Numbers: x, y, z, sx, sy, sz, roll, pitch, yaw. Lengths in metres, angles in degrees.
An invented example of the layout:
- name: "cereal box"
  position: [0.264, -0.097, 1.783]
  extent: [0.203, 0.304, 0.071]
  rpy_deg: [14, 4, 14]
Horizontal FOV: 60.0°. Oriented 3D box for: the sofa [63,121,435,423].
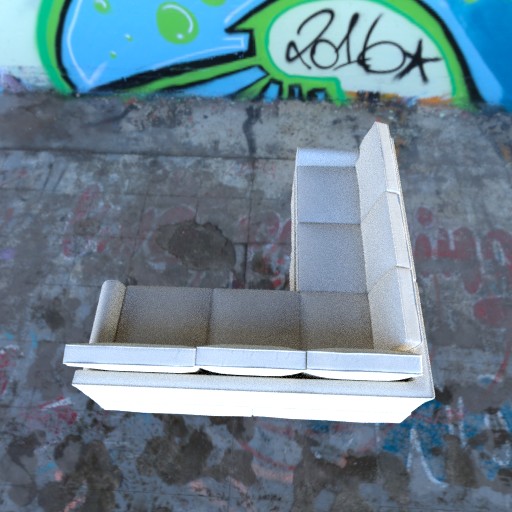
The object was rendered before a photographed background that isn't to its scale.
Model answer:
- name: "sofa"
  position: [0.000, 0.000, 4.008]
  extent: [2.597, 1.070, 2.591]
  rpy_deg: [2, 59, 1]
